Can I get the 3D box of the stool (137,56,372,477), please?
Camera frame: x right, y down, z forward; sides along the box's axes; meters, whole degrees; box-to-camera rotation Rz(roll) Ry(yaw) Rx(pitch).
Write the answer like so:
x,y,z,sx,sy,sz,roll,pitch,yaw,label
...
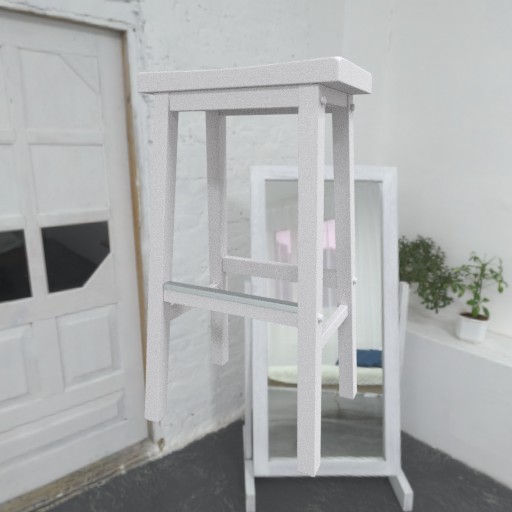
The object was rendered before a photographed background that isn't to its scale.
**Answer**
x,y,z,sx,sy,sz,roll,pitch,yaw,label
0.000,0.000,0.966,0.406,0.742,0.322,7,16,25,stool
